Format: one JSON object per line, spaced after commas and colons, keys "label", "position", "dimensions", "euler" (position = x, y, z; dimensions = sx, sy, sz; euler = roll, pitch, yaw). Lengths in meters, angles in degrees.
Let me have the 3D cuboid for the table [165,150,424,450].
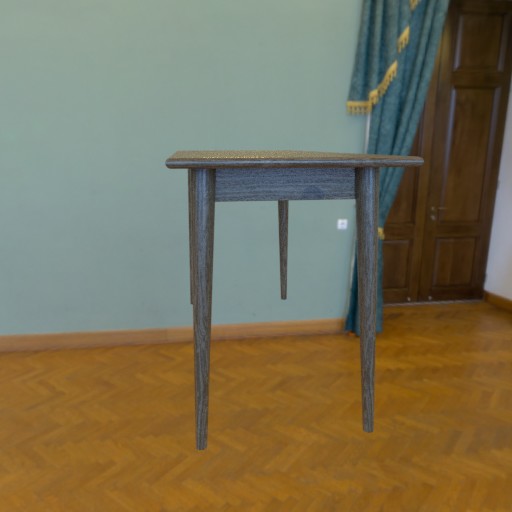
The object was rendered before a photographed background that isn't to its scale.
{"label": "table", "position": [0.000, 0.000, 1.716], "dimensions": [0.599, 0.780, 1.300], "euler": [-2, 14, -9]}
